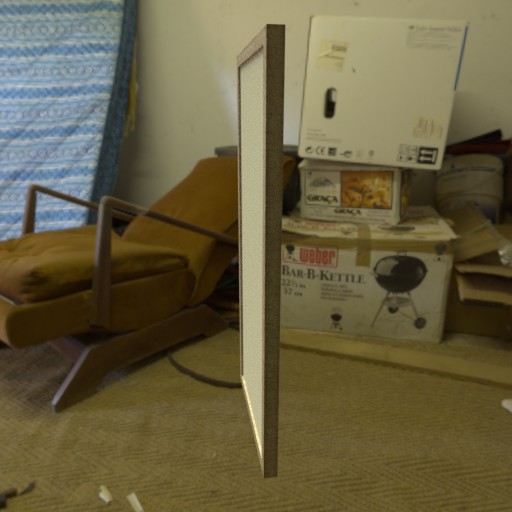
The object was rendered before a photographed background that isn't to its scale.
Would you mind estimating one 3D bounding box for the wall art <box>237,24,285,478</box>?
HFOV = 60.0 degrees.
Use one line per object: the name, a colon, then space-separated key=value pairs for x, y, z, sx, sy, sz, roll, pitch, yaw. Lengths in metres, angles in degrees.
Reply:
wall art: x=0.000 y=0.000 z=1.673 sx=0.051 sy=1.461 sz=0.648 roll=-3 pitch=18 yaw=-9
